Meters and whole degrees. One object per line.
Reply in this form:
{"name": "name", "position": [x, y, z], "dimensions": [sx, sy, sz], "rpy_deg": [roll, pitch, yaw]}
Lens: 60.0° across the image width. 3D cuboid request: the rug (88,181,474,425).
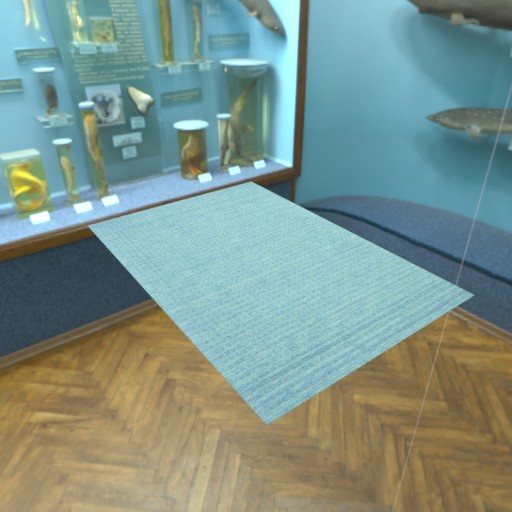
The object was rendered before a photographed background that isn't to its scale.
{"name": "rug", "position": [0.000, 0.000, 3.860], "dimensions": [1.982, 0.006, 2.895], "rpy_deg": [-21, 37, -31]}
